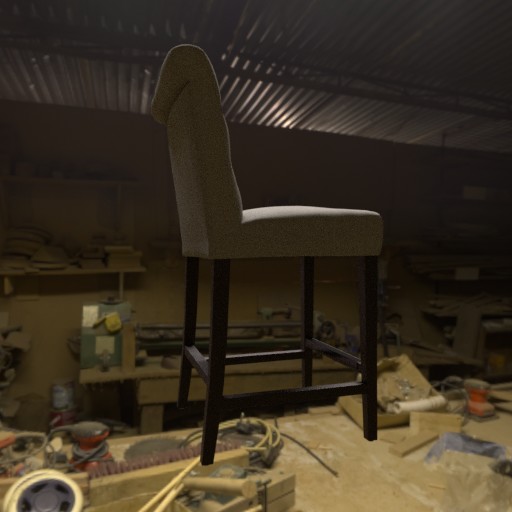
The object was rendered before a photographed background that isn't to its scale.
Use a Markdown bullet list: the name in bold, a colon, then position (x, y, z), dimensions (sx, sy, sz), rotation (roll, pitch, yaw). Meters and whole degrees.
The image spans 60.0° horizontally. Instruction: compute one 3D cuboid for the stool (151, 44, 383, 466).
- **stool**: position (0.000, 0.000, 1.364), dimensions (0.601, 1.040, 0.493), rotation (0, 1, -18)
